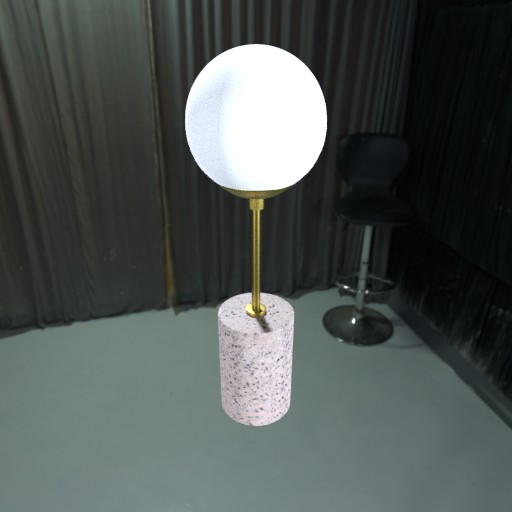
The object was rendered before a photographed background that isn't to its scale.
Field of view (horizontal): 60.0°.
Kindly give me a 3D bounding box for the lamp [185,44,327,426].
[{"bbox_3d":[0.000,0.000,0.557,0.153,0.480,0.153,0,26,0],"label":"lamp"}]
